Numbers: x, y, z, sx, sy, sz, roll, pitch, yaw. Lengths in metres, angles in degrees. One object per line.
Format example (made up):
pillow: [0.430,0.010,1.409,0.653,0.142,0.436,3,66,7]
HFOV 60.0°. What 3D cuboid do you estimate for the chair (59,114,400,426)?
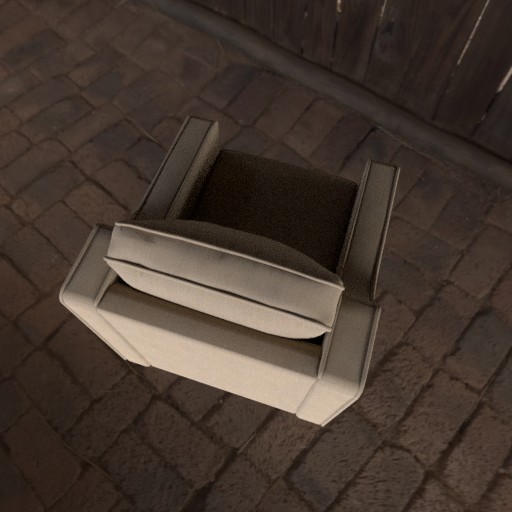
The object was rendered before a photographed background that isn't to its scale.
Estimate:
chair: [0.000,0.000,1.625,0.831,0.960,0.909,16,64,8]
